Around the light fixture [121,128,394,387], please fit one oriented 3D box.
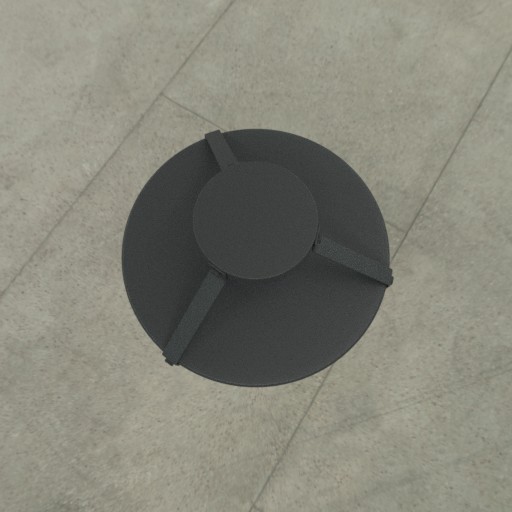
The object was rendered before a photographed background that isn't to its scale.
[{"bbox_3d":[0.000,0.000,0.537,0.304,0.269,0.304,0,75,0],"label":"light fixture"}]
